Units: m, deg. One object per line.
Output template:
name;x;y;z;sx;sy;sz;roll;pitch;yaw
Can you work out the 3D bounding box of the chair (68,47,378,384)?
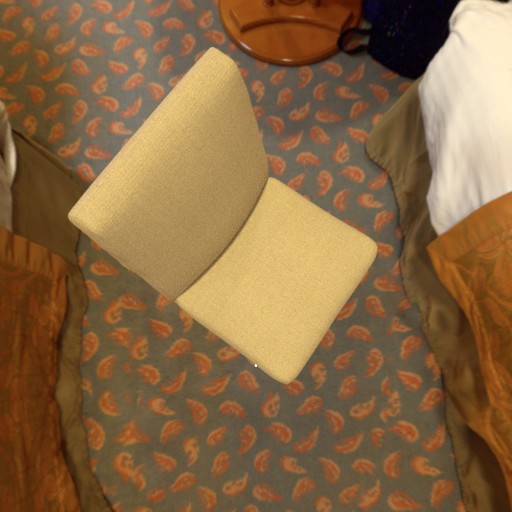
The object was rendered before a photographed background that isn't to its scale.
chair;0.000;0.000;1.291;0.586;0.911;0.507;35;79;8
